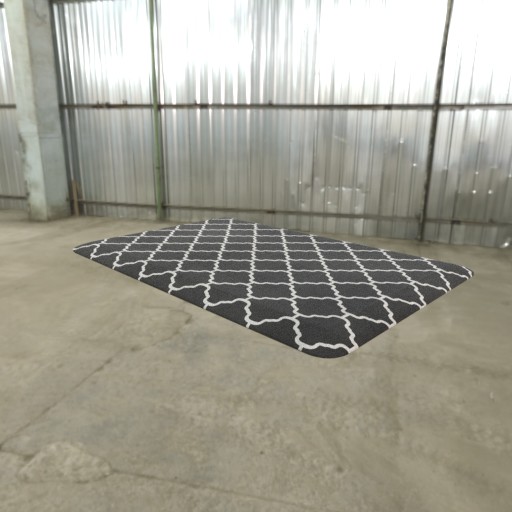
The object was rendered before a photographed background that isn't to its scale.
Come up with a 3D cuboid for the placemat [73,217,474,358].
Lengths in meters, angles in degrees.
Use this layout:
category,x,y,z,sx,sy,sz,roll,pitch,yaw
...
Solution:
category,x,y,z,sx,sy,sz,roll,pitch,yaw
placemat,0.000,0.000,0.970,0.762,0.021,0.508,15,22,42
